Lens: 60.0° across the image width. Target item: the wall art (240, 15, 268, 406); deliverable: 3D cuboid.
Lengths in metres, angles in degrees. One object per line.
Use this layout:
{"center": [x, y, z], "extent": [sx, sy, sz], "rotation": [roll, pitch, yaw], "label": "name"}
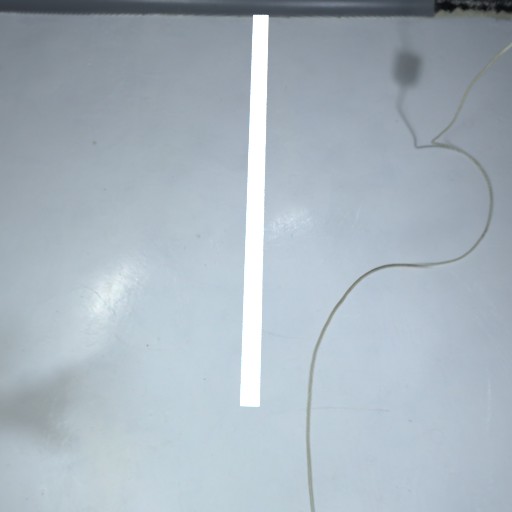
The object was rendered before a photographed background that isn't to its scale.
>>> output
{"center": [0.000, 0.000, 0.808], "extent": [0.020, 0.613, 0.481], "rotation": [1, 75, 0], "label": "wall art"}
